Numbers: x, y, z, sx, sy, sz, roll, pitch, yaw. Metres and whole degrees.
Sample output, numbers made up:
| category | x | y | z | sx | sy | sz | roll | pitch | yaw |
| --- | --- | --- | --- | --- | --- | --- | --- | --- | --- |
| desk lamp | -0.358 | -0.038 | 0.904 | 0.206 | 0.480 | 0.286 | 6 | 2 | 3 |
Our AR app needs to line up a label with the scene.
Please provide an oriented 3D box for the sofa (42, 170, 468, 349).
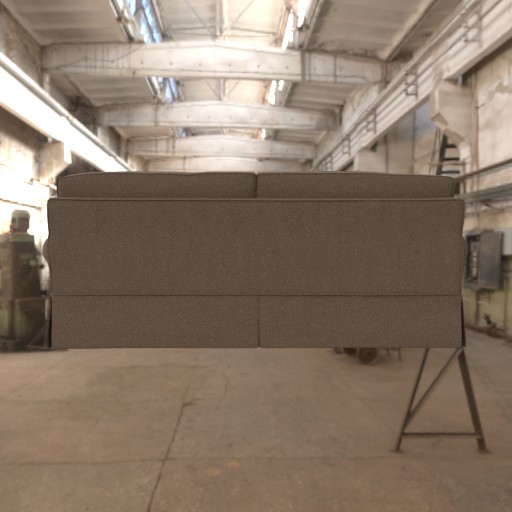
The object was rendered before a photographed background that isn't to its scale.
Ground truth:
| category | x | y | z | sx | sy | sz | roll | pitch | yaw |
| --- | --- | --- | --- | --- | --- | --- | --- | --- | --- |
| sofa | 0.000 | 0.000 | 2.726 | 2.248 | 0.943 | 0.991 | 0 | 0 | -1 |
